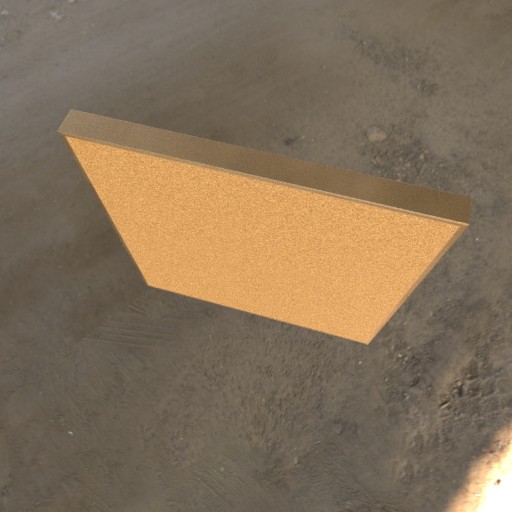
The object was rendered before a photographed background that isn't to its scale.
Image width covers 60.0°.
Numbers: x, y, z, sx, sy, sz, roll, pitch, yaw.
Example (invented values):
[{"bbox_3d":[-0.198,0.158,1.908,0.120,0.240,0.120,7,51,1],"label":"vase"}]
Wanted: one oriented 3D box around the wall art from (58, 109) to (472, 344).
[{"bbox_3d":[0.000,0.000,0.769,0.513,0.511,0.038,14,64,7],"label":"wall art"}]
